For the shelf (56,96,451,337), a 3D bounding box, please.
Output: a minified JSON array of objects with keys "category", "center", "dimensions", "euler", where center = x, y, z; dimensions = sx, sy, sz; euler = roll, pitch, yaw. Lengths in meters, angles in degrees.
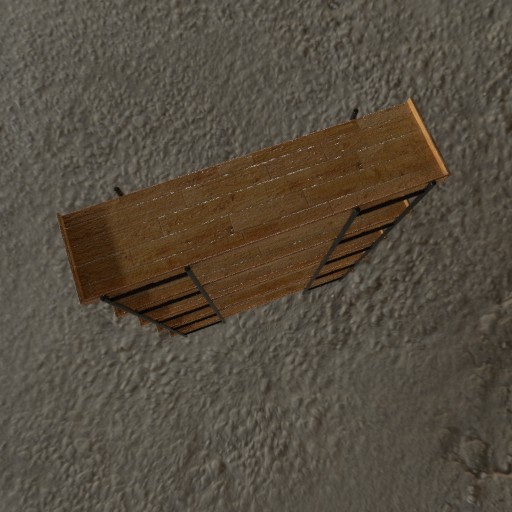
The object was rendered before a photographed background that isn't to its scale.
[{"category":"shelf","center":[0.000,0.000,2.445],"dimensions":[1.371,1.826,0.379],"euler":[-19,77,-5]}]
